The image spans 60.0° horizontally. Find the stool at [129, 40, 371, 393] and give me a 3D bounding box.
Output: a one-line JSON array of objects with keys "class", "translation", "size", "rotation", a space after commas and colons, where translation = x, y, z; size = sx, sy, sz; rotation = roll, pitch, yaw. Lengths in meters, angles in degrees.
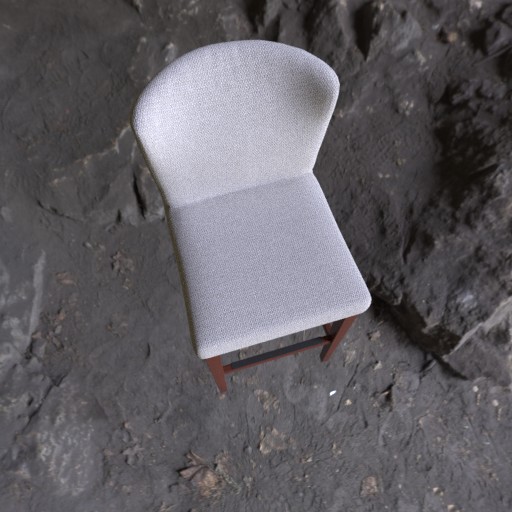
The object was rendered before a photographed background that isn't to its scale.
[{"class": "stool", "translation": [0.000, 0.000, 1.343], "size": [0.481, 1.069, 0.568], "rotation": [-15, 64, -8]}]
